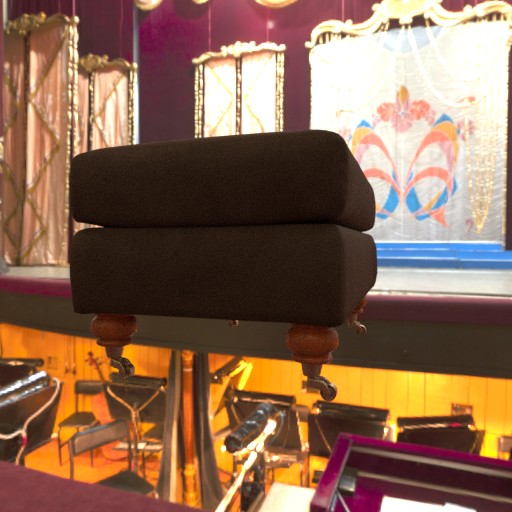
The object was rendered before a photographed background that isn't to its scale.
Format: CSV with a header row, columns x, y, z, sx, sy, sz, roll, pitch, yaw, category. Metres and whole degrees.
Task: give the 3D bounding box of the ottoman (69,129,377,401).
x,y,z,sx,sy,sz,roll,pitch,yaw,category
0.000,0.000,1.155,0.574,0.497,0.773,0,1,19,ottoman
